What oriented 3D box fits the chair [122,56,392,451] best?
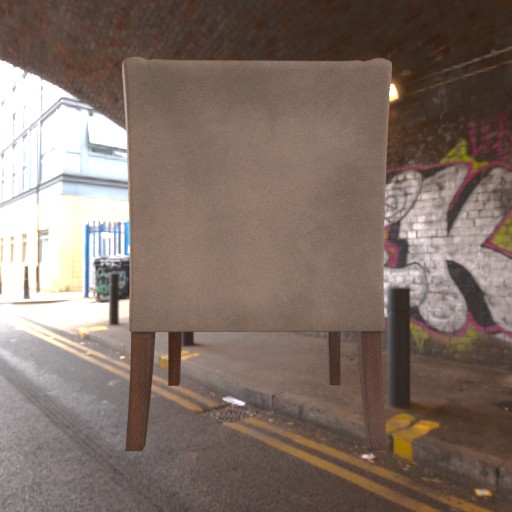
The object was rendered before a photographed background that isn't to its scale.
[{"bbox_3d":[0.000,0.000,1.292,0.629,0.895,0.629,0,-1,-1],"label":"chair"}]
